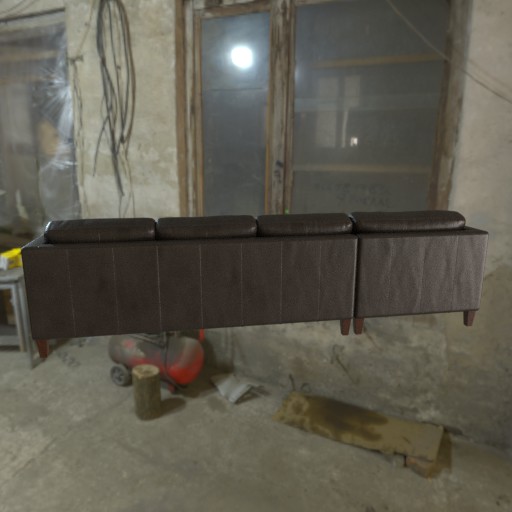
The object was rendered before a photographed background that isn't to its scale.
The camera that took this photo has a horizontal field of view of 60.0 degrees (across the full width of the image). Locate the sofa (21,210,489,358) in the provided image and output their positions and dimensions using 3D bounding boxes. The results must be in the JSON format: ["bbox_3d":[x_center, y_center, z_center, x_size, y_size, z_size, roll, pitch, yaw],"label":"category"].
[{"bbox_3d":[0.000,0.000,3.791,3.203,0.883,1.581,-2,14,-10],"label":"sofa"}]
